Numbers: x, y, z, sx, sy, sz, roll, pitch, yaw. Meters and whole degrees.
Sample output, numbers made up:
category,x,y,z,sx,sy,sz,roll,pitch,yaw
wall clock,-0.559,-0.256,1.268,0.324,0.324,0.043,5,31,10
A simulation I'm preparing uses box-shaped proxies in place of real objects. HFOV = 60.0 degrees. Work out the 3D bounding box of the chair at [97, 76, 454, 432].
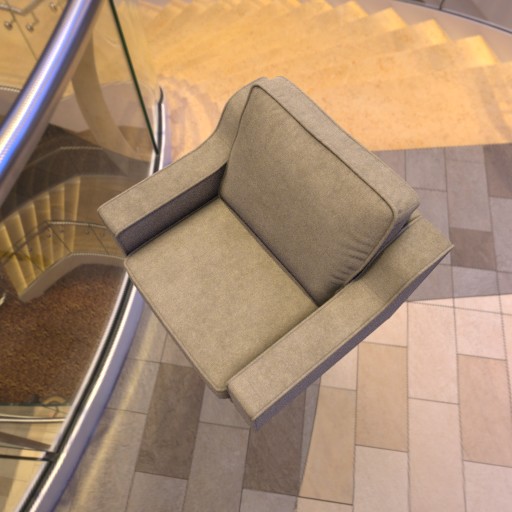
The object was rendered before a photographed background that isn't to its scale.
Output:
category,x,y,z,sx,sy,sz,roll,pitch,yaw
chair,0.000,0.000,1.660,0.840,0.944,0.926,-35,69,-16
